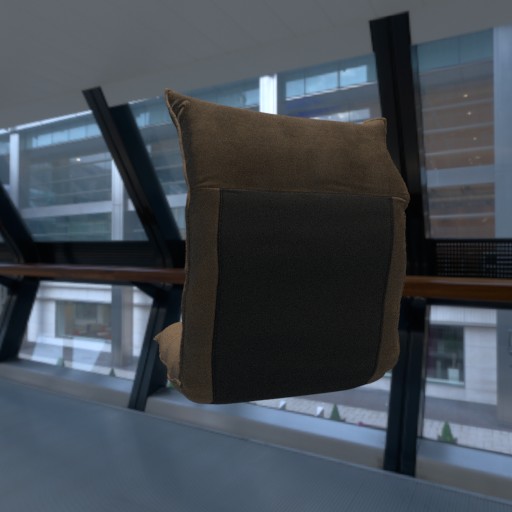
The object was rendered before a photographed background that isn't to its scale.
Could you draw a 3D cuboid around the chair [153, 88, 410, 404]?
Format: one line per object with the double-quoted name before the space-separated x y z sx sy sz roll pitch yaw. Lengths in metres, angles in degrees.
"chair" 0.000 0.000 1.604 0.714 0.892 0.985 0 -1 -17
